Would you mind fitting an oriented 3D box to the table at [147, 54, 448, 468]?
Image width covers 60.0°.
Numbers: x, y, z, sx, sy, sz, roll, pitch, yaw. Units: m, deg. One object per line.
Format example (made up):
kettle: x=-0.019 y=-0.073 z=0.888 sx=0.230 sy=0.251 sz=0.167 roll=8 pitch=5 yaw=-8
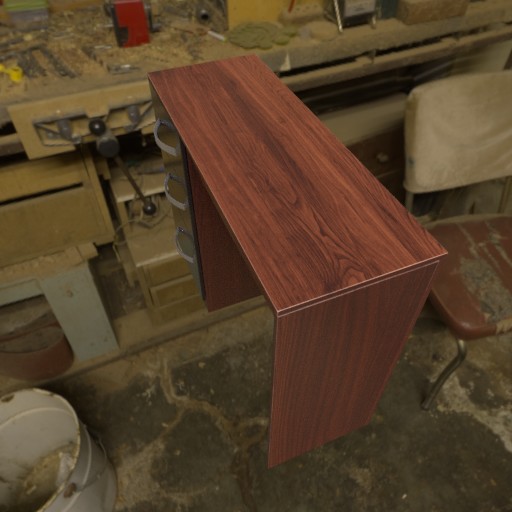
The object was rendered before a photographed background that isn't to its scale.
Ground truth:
table: x=0.000 y=0.000 z=1.345 sx=0.380 sy=0.790 sz=0.930 roll=-17 pitch=50 yaw=-15
